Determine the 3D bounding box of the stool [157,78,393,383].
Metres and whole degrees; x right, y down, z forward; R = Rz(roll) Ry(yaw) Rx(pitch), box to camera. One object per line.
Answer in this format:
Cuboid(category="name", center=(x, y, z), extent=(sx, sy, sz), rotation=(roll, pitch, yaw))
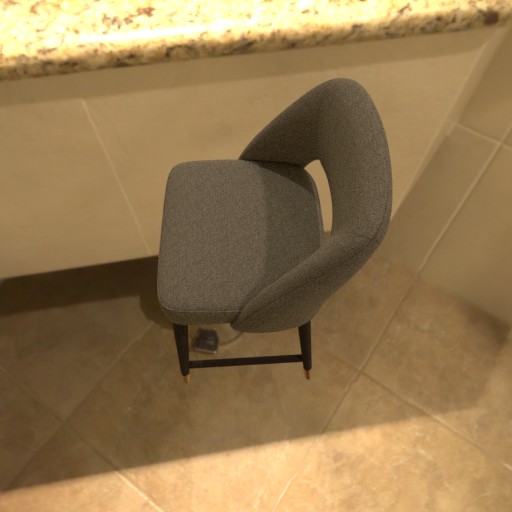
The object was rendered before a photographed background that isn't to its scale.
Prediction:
Cuboid(category="stool", center=(0.000, 0.000, 1.256), extent=(0.524, 0.925, 0.536), rotation=(-1, 60, -1))
